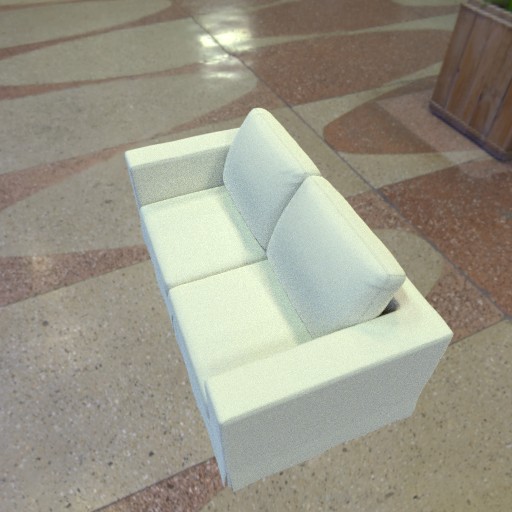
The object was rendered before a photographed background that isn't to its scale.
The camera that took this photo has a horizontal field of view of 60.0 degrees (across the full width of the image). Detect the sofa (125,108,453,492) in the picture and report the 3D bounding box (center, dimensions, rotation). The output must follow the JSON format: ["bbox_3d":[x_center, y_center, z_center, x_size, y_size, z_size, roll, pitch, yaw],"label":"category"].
[{"bbox_3d":[0.000,0.000,2.348,1.009,0.932,1.813,-16,48,-15],"label":"sofa"}]
